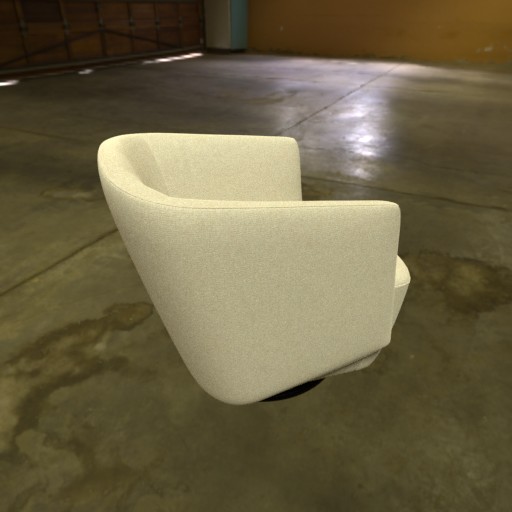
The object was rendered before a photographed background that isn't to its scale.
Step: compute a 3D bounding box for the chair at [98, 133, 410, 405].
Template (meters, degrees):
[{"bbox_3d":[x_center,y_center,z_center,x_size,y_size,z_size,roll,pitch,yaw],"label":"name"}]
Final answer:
[{"bbox_3d":[0.000,0.000,1.642,0.986,0.861,0.822,-9,31,-16],"label":"chair"}]
